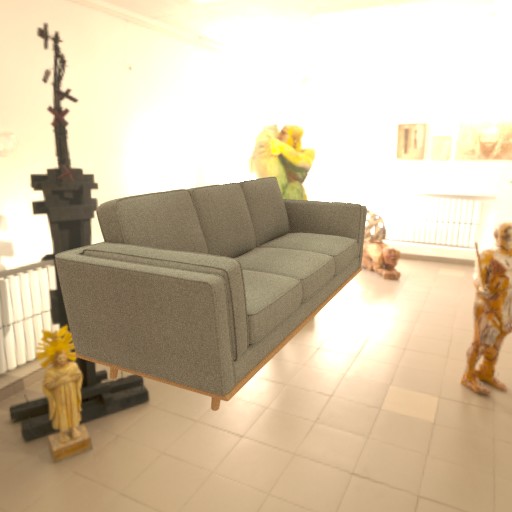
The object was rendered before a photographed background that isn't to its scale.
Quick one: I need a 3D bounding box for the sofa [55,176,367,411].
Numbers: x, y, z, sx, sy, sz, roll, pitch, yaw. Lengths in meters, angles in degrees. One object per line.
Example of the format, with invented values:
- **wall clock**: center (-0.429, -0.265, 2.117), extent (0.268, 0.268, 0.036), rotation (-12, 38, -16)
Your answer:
- **sofa**: center (0.000, 0.000, 2.855), extent (0.903, 0.899, 2.362), rotation (7, 16, 26)
